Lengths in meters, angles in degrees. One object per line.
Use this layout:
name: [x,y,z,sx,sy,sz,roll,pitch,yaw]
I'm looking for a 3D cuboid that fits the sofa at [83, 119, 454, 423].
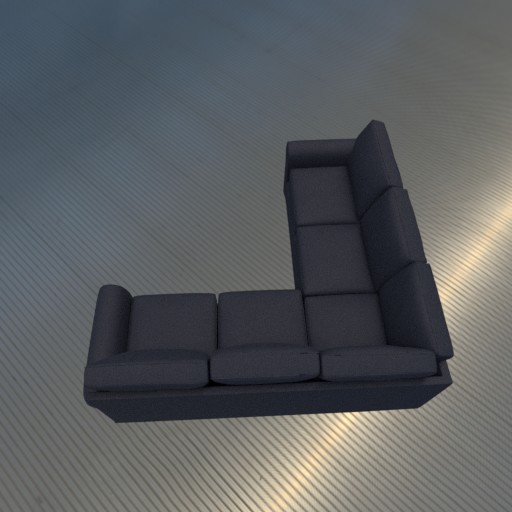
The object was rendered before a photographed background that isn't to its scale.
sofa: [0.000,0.000,3.843,2.562,1.042,2.487,-2,59,-1]
